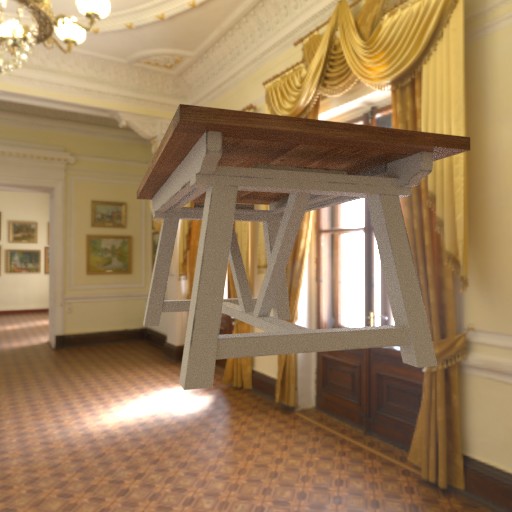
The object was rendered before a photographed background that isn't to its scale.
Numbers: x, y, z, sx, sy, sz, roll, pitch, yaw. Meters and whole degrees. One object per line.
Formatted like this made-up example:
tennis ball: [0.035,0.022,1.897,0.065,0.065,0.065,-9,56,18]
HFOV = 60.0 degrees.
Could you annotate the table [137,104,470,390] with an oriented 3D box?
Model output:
table: [0.000,0.000,1.963,0.922,0.743,1.503,0,-1,-19]
